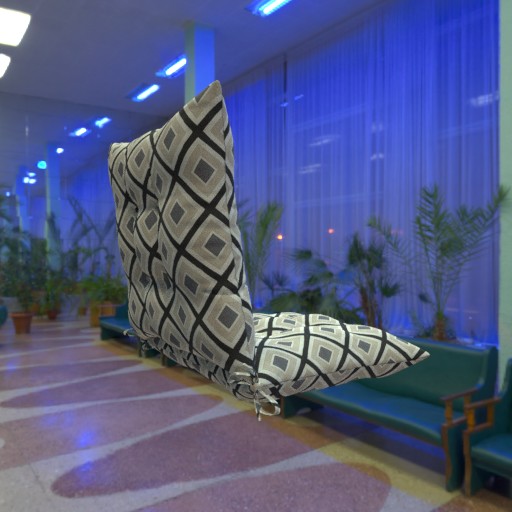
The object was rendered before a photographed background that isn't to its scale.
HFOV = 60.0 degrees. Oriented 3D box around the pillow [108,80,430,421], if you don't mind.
[{"bbox_3d":[0.000,0.000,1.001,0.585,0.536,0.541,-1,1,-35],"label":"pillow"}]
